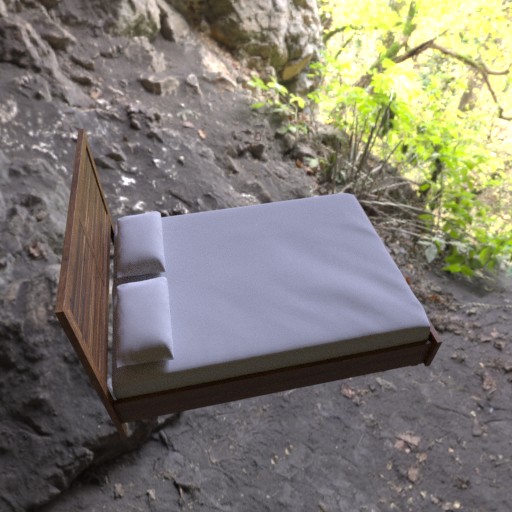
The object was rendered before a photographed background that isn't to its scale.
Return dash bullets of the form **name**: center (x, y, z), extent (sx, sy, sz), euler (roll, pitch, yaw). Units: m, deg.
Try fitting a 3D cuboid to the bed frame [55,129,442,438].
- **bed frame**: center (0.000, 0.000, 3.303), extent (2.276, 1.417, 1.696), euler (-9, 46, -8)
